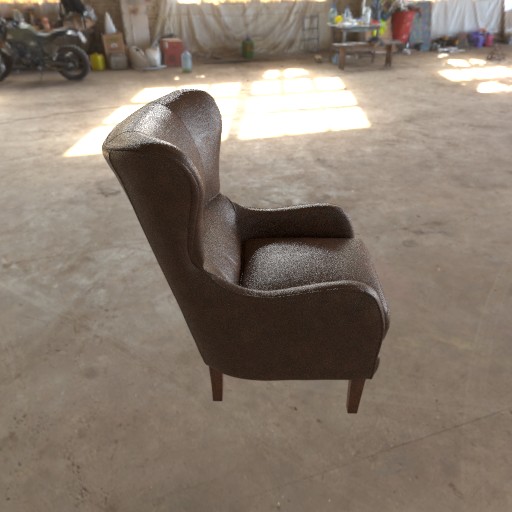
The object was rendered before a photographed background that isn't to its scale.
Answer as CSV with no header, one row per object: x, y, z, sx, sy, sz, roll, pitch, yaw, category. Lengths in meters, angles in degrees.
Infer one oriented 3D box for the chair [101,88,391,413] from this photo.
0.000,0.000,1.621,0.914,1.048,0.692,1,32,1,chair
